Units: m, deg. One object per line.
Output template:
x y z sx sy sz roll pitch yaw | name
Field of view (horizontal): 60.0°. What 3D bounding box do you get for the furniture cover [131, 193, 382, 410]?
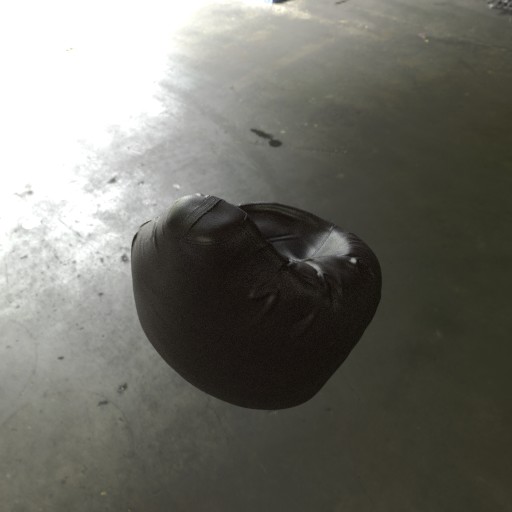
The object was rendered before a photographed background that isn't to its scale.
0.000 0.000 1.921 1.070 0.990 1.070 23 51 20 | furniture cover
